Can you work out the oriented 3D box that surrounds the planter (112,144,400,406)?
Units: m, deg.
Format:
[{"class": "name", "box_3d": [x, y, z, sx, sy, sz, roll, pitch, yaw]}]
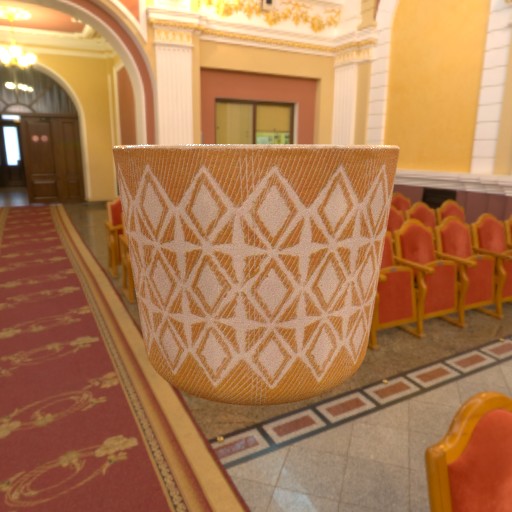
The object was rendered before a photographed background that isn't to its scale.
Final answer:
[{"class": "planter", "box_3d": [0.000, 0.000, 0.217, 0.126, 0.104, 0.126, 0, 14, 0]}]
